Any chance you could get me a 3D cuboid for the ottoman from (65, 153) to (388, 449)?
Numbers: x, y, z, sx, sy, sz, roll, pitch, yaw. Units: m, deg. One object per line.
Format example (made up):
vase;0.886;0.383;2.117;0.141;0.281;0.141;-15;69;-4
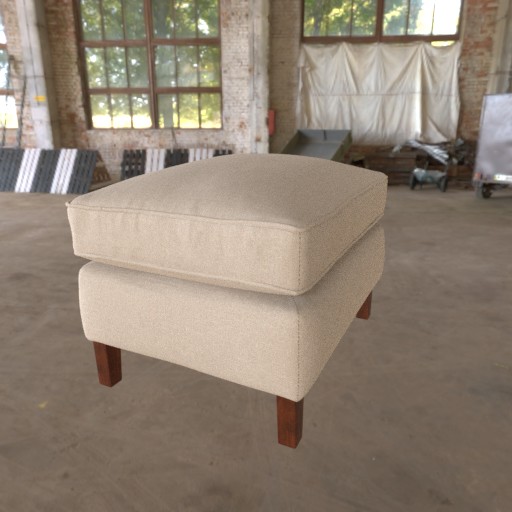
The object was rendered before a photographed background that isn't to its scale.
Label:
ottoman;0.000;0.000;1.024;0.501;0.456;0.665;8;19;25
